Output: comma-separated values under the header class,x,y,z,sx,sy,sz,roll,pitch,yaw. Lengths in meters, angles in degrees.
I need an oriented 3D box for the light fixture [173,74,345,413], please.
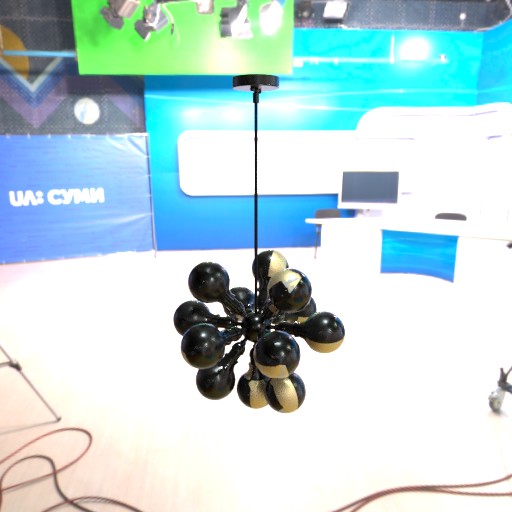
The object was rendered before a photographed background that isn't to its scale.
class,x,y,z,sx,sy,sz,roll,pitch,yaw
light fixture,0.000,0.000,1.138,0.420,0.859,0.468,13,18,43
